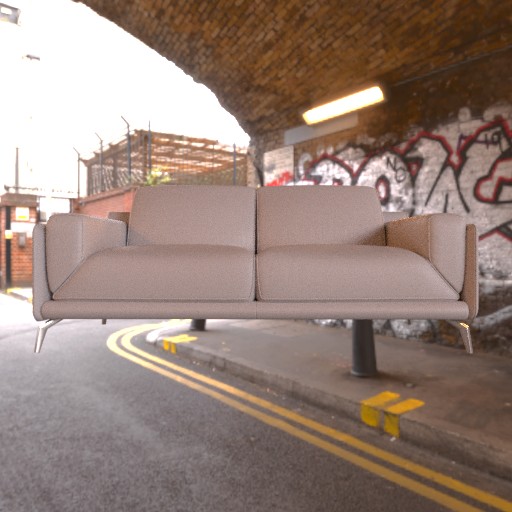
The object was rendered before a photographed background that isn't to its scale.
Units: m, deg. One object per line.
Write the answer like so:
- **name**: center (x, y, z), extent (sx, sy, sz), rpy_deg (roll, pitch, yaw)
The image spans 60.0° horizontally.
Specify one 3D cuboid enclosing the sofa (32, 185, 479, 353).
- **sofa**: center (0.000, 0.000, 2.509), extent (2.101, 0.930, 1.049), rpy_deg (0, 0, 0)
